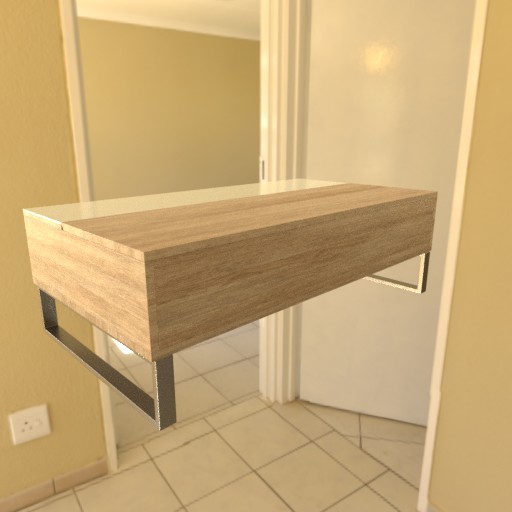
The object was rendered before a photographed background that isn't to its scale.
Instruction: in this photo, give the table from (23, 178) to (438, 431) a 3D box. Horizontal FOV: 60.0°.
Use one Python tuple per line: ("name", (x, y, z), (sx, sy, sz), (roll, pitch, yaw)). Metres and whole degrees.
("table", (0.000, 0.000, 1.356), (1.100, 0.350, 0.600), (-15, 21, -42))
